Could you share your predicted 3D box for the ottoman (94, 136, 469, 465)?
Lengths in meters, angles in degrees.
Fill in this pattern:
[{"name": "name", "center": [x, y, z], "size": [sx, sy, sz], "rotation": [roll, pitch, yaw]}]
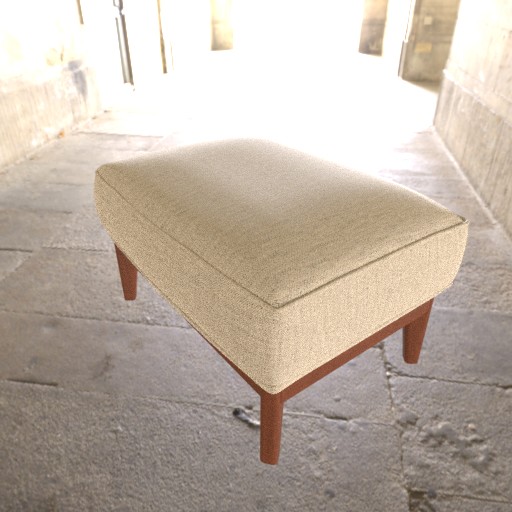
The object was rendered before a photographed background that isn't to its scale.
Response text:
[{"name": "ottoman", "center": [0.000, 0.000, 1.142], "size": [0.594, 0.465, 0.794], "rotation": [-21, 37, -31]}]
